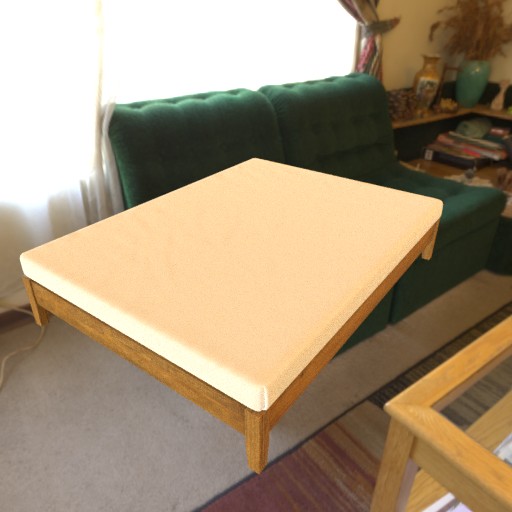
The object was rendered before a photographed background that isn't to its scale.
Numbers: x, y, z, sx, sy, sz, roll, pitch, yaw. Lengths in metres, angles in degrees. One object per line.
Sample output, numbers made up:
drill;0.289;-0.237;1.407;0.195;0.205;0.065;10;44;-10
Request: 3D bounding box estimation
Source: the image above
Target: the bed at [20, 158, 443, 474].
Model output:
bed;0.000;0.000;2.637;1.536;0.431;2.016;20;35;31
